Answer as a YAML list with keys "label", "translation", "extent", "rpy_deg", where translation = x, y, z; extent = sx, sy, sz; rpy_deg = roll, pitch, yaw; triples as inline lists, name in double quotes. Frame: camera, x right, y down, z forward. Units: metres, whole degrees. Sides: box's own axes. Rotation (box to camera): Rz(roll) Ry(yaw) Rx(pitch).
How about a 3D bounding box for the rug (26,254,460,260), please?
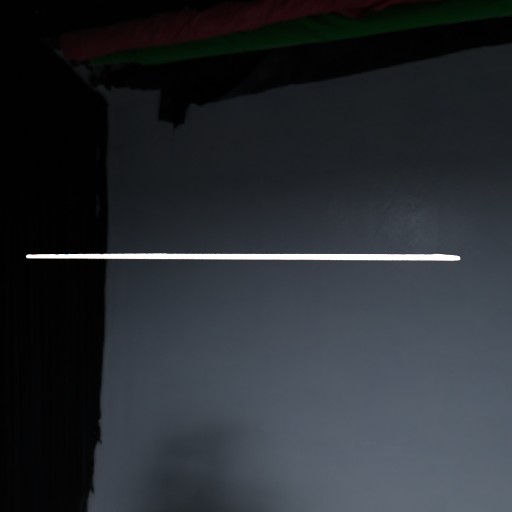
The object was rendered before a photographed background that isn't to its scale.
- label: "rug"
  translation: [0.000, 0.000, 2.316]
  extent: [1.840, 0.015, 1.225]
  rpy_deg: [0, 1, 19]
